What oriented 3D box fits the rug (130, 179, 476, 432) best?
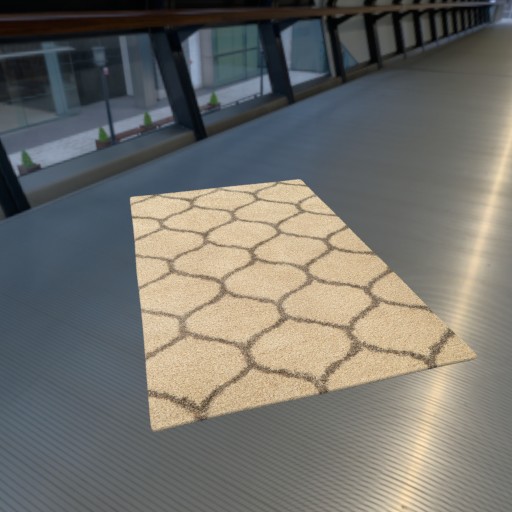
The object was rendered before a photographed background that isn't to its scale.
[{"bbox_3d":[0.000,0.000,2.862,1.501,0.024,2.348,-8,32,-13],"label":"rug"}]
